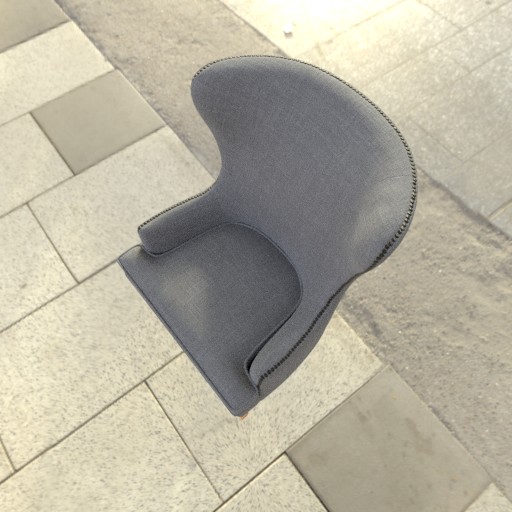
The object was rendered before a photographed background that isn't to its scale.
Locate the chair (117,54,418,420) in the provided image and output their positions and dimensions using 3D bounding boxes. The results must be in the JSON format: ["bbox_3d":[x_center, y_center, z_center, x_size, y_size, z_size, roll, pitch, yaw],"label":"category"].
[{"bbox_3d":[0.000,0.000,1.779,0.883,1.176,0.864,-37,69,-16],"label":"chair"}]
